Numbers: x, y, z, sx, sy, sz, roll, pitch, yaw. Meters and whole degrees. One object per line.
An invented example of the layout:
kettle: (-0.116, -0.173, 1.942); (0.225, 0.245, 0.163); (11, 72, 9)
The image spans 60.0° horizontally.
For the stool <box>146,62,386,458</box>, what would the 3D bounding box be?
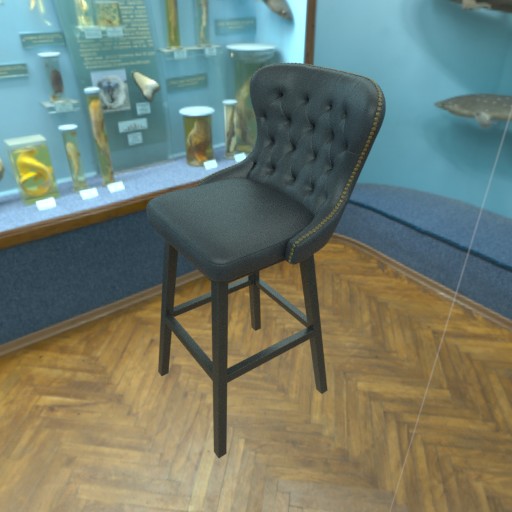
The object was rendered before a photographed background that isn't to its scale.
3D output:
stool: (0.000, 0.000, 1.400); (0.601, 1.050, 0.528); (-21, 38, -29)
